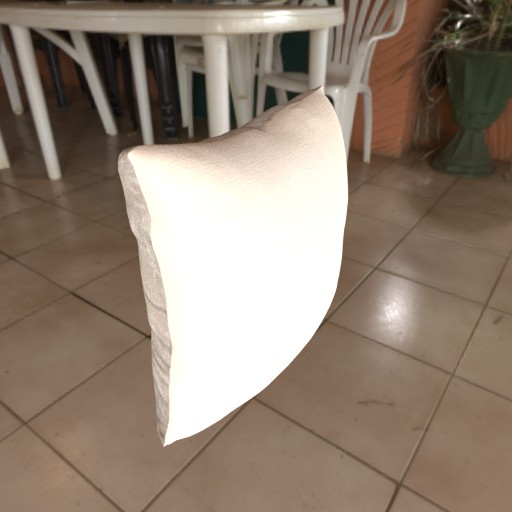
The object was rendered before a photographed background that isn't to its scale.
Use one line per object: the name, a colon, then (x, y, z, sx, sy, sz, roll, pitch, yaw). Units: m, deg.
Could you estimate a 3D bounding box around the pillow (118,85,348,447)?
pillow: (0.000, 0.000, 0.694, 0.245, 0.448, 0.450, 20, 36, 30)
